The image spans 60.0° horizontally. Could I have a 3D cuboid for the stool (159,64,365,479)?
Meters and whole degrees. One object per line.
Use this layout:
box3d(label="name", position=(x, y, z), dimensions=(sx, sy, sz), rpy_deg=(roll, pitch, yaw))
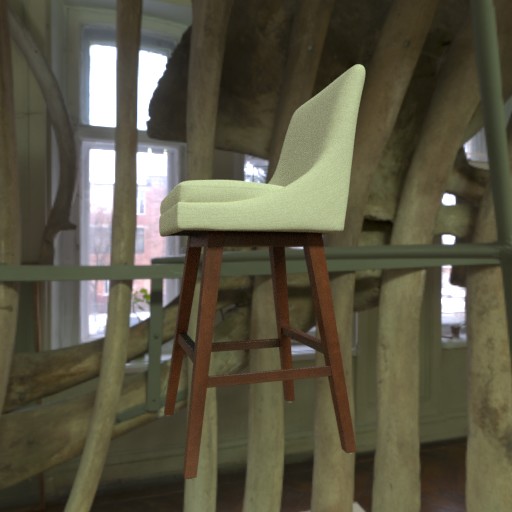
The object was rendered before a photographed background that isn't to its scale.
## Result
box3d(label="stool", position=(0.000, 0.000, 1.382), dimensions=(0.559, 1.097, 0.470), rpy_deg=(0, 1, -18))
